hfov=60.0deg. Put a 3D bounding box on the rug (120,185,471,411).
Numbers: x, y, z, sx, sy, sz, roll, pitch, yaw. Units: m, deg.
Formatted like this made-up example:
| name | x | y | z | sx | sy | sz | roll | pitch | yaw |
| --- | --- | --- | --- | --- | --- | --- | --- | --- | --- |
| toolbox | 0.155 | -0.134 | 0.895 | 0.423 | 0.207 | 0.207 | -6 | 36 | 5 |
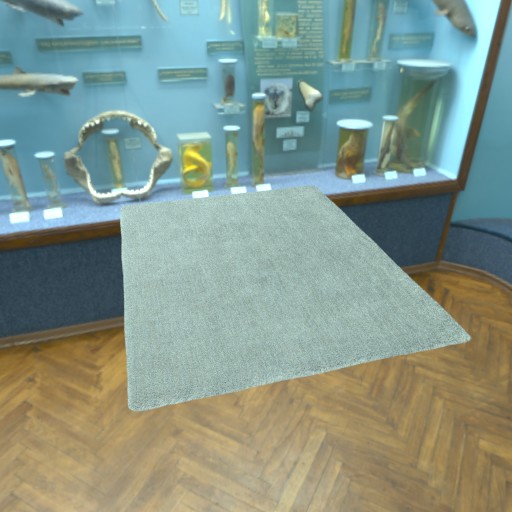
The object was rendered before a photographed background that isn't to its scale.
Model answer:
| name | x | y | z | sx | sy | sz | roll | pitch | yaw |
| --- | --- | --- | --- | --- | --- | --- | --- | --- | --- |
| rug | 0.000 | 0.000 | 3.987 | 2.332 | 0.027 | 2.933 | -8 | 32 | -13 |
